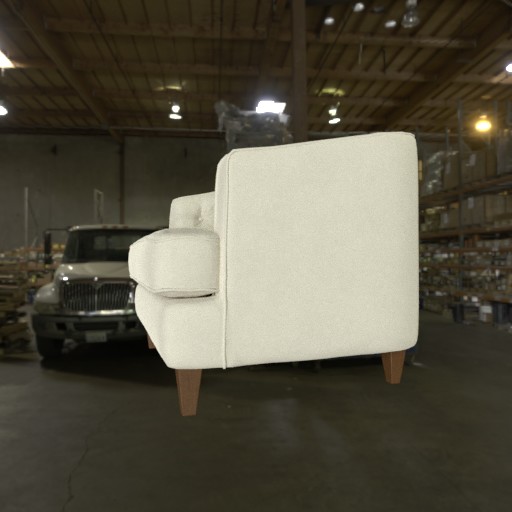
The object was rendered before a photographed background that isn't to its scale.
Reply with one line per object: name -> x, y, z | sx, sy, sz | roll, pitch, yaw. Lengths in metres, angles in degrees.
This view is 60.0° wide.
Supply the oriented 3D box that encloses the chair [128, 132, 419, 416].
chair -> 0.000, 0.000, 1.753 | 0.941, 0.852, 1.104 | 0, -1, -19
